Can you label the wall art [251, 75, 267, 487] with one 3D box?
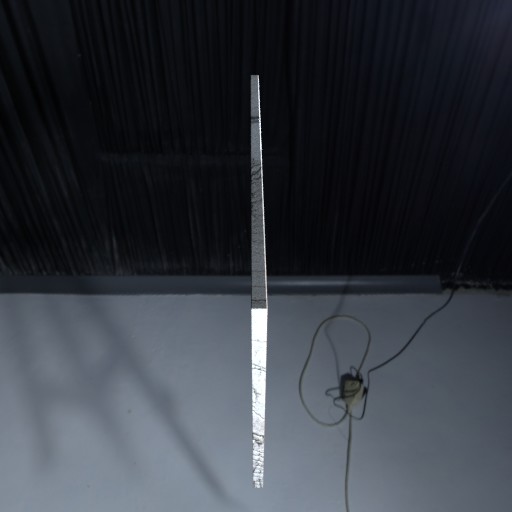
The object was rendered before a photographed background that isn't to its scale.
[{"bbox_3d":[0.000,0.000,1.156,0.023,0.607,0.914,0,41,0],"label":"wall art"}]
